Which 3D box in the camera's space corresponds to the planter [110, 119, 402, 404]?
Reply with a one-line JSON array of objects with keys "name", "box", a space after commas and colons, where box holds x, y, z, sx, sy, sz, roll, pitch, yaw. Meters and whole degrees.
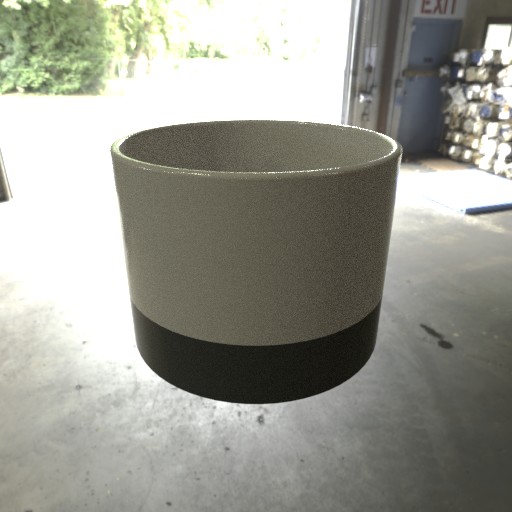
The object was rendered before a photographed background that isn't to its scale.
[{"name": "planter", "box": [0.000, 0.000, 0.341, 0.193, 0.177, 0.193, 0, 25, 0]}]
